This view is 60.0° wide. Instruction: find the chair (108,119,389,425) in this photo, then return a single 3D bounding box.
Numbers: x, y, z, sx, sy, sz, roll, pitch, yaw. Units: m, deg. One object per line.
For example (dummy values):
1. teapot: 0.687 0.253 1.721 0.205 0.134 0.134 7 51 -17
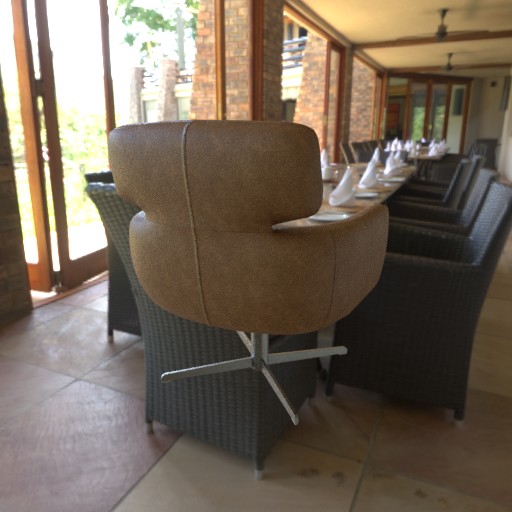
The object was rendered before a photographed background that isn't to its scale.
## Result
1. chair: 0.000 0.000 1.410 0.706 0.812 0.715 8 17 27
